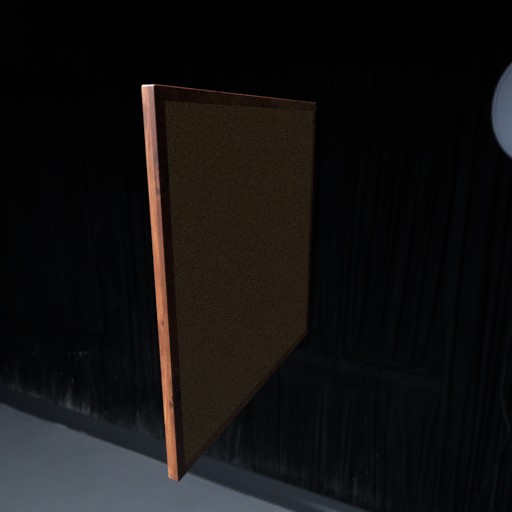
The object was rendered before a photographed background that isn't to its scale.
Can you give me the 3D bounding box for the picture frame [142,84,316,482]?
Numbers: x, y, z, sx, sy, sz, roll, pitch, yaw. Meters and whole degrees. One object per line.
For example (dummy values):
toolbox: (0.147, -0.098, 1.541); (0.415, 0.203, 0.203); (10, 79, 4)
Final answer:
picture frame: (0.000, 0.000, 1.207); (0.029, 0.817, 0.810); (8, 19, 25)
